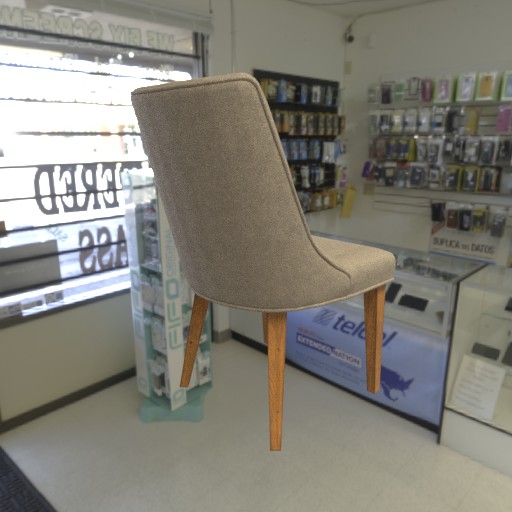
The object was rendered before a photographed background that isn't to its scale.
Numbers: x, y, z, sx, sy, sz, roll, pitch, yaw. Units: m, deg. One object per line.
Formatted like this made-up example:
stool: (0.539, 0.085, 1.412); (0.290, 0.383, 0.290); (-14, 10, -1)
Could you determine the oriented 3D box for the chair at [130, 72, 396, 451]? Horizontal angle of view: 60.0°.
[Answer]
chair: (0.000, 0.000, 1.281); (0.636, 0.916, 0.548); (-14, 20, -42)
